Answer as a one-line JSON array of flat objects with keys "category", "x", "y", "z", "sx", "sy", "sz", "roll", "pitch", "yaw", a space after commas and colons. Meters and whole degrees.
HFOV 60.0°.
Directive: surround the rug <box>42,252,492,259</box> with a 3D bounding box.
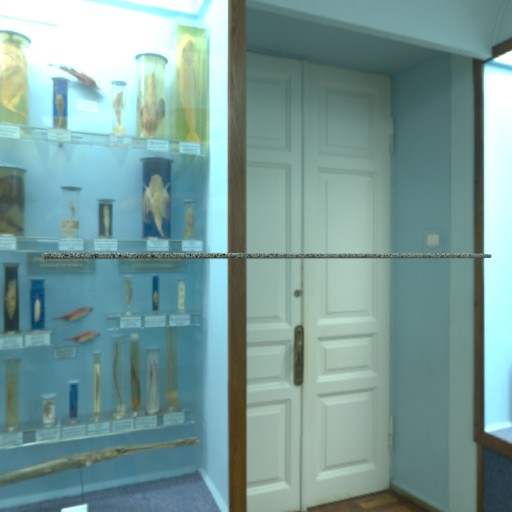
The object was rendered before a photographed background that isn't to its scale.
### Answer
[{"category": "rug", "x": 0.000, "y": 0.000, "z": 3.347, "sx": 2.743, "sy": 0.030, "sz": 1.778, "roll": 0, "pitch": 0, "yaw": -19}]
